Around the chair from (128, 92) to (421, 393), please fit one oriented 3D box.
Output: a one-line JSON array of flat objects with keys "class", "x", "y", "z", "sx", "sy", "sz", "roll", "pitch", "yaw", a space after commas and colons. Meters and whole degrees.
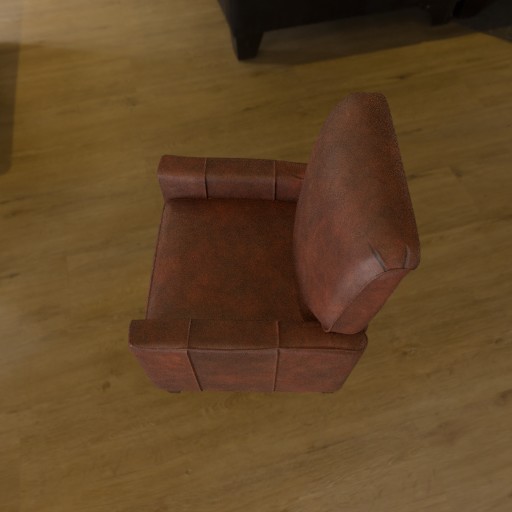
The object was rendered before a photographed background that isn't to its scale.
[{"class": "chair", "x": 0.000, "y": 0.000, "z": 1.678, "sx": 0.836, "sy": 1.043, "sz": 0.843, "roll": 1, "pitch": 57, "yaw": 0}]
